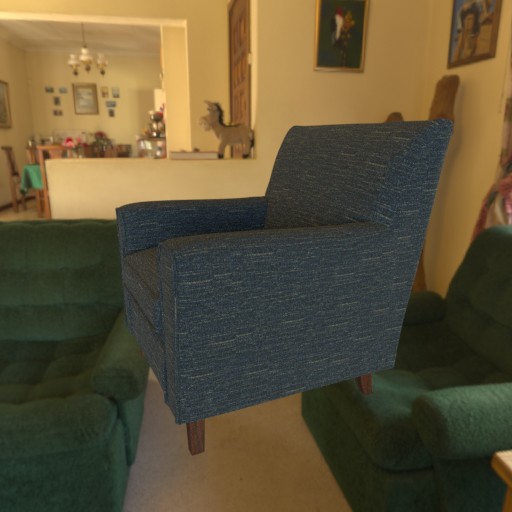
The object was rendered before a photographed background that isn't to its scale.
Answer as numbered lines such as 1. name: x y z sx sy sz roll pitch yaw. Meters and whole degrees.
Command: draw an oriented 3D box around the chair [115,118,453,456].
1. chair: 0.000 0.000 1.590 0.873 0.928 0.864 -7 16 -25
